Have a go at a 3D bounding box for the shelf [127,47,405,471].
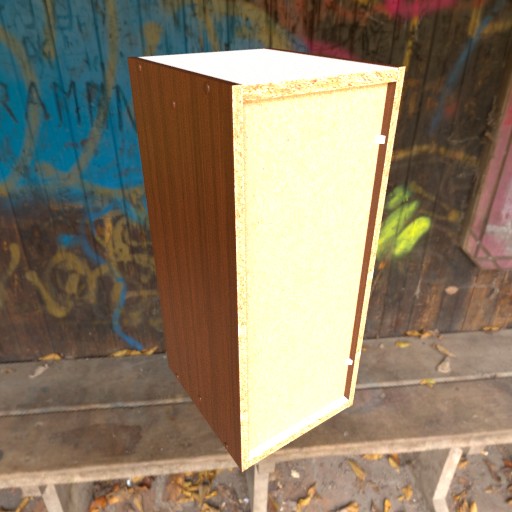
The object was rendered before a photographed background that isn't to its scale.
[{"bbox_3d":[0.000,0.000,0.742,0.253,0.600,0.290,-19,35,-29],"label":"shelf"}]
